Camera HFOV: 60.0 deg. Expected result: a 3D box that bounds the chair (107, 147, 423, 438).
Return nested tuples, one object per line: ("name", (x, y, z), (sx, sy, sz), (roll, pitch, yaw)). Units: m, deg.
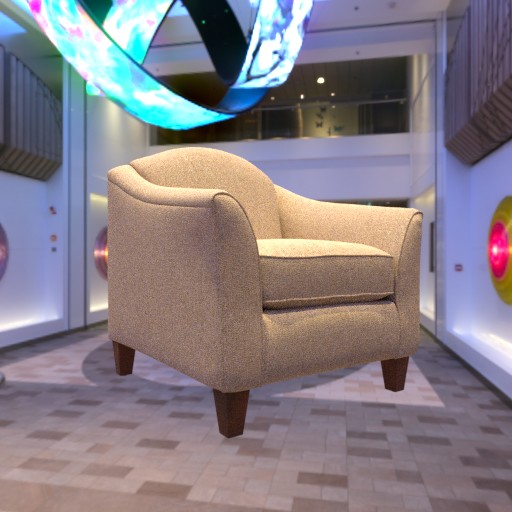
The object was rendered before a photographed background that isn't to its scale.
("chair", (0.000, 0.000, 1.467), (0.763, 0.839, 0.787), (0, 0, -35))
